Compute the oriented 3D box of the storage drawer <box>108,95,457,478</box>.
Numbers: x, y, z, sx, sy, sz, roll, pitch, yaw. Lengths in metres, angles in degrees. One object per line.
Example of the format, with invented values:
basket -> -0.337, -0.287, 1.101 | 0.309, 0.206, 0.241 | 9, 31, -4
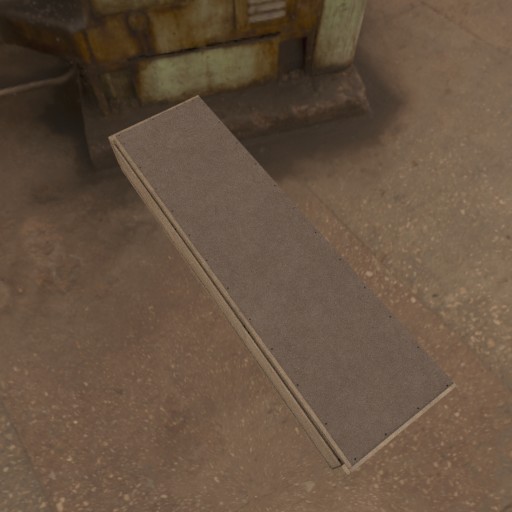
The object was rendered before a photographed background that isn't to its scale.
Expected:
storage drawer -> 0.000, 0.000, 2.282 | 0.591, 0.274, 2.072 | -31, 66, -16
